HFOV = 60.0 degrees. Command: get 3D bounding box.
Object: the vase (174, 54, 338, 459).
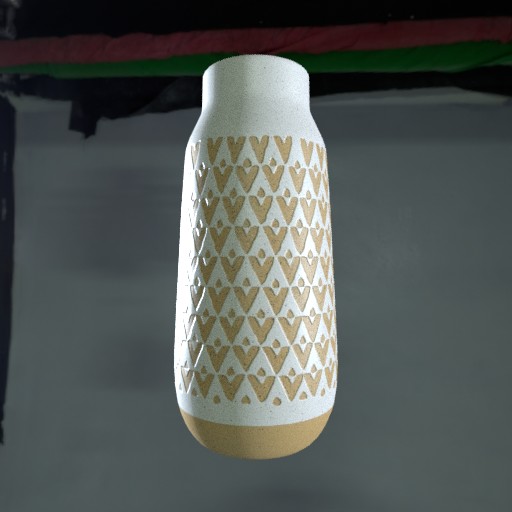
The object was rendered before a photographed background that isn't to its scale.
[{"bbox_3d":[0.000,0.000,0.380,0.137,0.307,0.137,0,0,0],"label":"vase"}]
